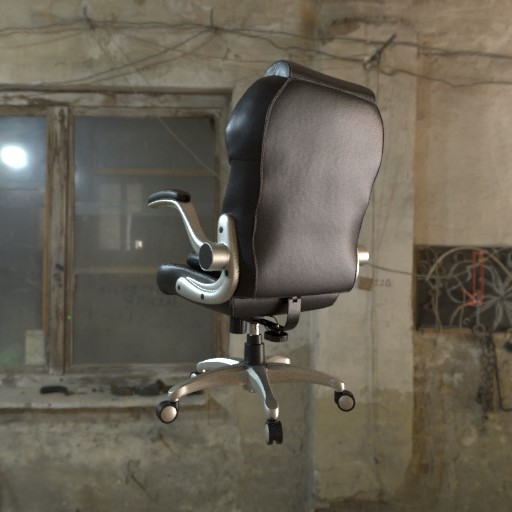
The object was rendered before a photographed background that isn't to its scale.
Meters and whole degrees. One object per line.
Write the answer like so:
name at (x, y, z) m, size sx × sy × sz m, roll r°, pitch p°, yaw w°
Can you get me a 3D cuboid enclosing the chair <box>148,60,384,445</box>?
chair at (0.000, 0.000, 1.657) m, size 0.724 × 1.141 × 0.801 m, roll 0°, pitch 1°, yaw -37°
